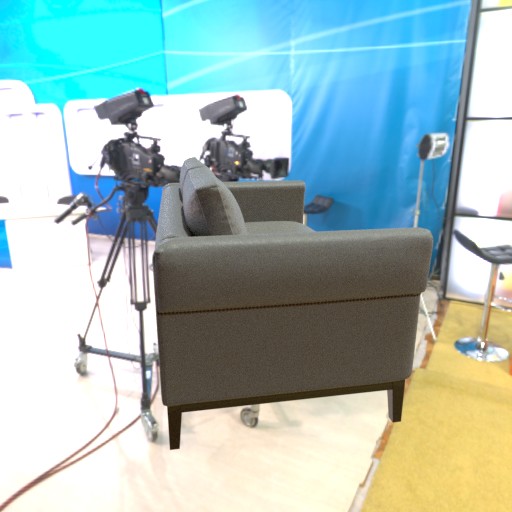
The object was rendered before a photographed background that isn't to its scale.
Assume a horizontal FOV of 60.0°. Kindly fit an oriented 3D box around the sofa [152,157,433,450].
[{"bbox_3d":[0.000,0.000,2.153,0.899,0.873,1.598,-3,16,-10],"label":"sofa"}]
